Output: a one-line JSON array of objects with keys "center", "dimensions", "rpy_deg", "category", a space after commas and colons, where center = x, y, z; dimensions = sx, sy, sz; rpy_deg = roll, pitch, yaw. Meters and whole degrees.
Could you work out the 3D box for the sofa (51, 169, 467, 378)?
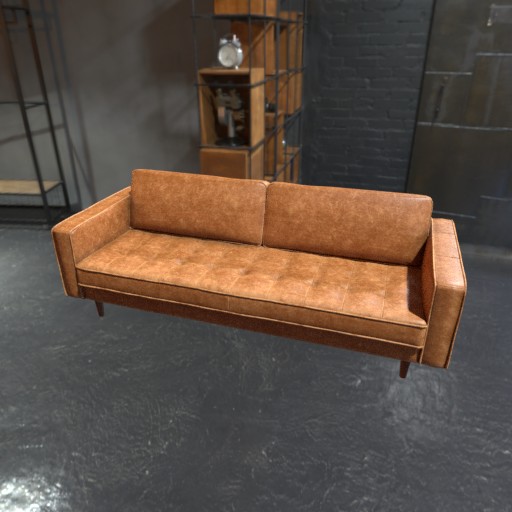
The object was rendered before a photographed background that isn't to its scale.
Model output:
[{"center": [0.000, 0.000, 2.625], "dimensions": [2.199, 0.779, 0.886], "rpy_deg": [8, 27, 16], "category": "sofa"}]
